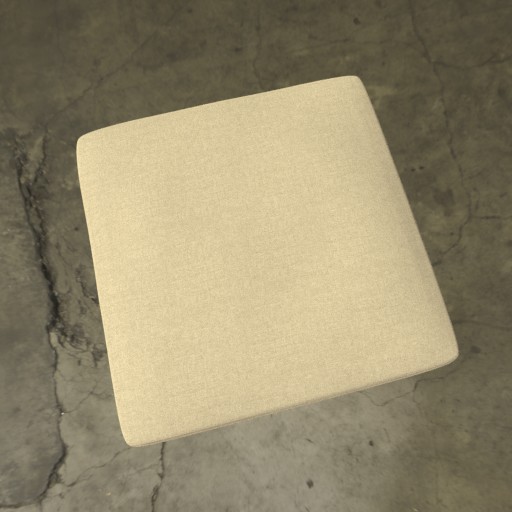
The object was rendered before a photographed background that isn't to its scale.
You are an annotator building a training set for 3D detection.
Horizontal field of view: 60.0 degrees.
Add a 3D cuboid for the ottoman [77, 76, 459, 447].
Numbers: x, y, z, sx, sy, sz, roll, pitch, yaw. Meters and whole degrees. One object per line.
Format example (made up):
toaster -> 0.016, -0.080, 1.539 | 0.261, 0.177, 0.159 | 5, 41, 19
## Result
ottoman -> 0.000, 0.000, 1.289 | 0.840, 0.436, 0.843 | -14, 75, -4
